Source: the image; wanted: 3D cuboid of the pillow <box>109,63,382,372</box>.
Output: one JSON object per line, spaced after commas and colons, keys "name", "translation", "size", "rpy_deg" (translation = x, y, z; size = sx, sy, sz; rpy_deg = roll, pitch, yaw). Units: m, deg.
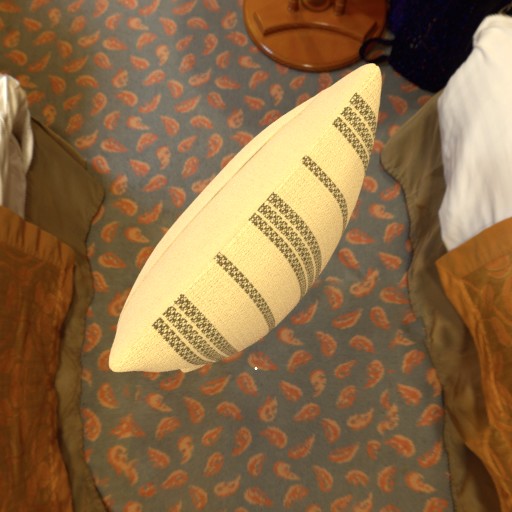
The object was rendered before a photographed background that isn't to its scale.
{"name": "pillow", "translation": [0.000, 0.000, 0.619], "size": [0.173, 0.406, 0.405], "rpy_deg": [39, 79, 9]}
